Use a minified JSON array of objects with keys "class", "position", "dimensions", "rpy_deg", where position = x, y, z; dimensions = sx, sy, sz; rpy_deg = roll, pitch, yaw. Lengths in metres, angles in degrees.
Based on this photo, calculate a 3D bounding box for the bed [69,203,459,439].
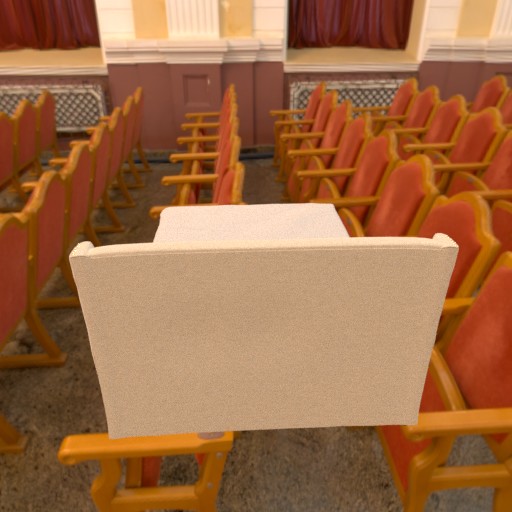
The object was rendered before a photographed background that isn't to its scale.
[{"class":"bed","position":[0.000,0.000,3.429],"dimensions":[1.925,1.332,2.276],"rpy_deg":[-1,29,-3]}]
